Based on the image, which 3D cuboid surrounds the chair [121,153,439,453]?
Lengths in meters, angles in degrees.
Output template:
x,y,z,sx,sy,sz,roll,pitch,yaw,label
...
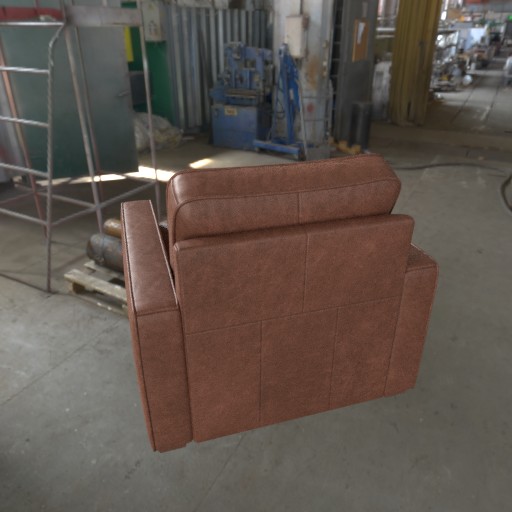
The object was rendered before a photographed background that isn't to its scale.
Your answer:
x,y,z,sx,sy,sz,roll,pitch,yaw,label
0.000,0.000,1.762,1.017,0.919,0.940,-8,28,-15,chair
